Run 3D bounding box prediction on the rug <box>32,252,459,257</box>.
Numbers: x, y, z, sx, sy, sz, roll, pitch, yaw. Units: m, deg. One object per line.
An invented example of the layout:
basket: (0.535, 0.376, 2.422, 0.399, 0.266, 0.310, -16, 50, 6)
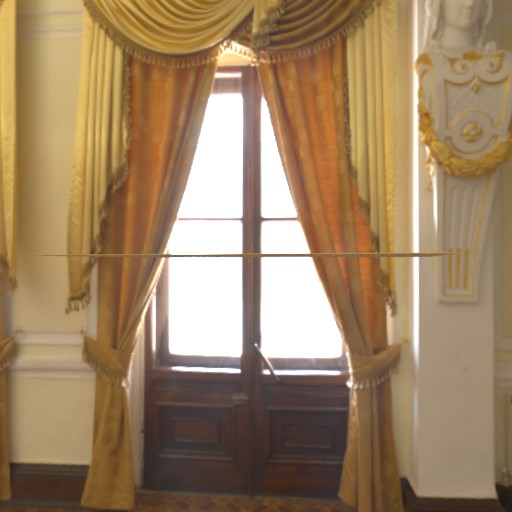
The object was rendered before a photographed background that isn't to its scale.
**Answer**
rug: (0.000, 0.000, 3.752, 2.895, 0.006, 1.981, 0, -1, 17)
